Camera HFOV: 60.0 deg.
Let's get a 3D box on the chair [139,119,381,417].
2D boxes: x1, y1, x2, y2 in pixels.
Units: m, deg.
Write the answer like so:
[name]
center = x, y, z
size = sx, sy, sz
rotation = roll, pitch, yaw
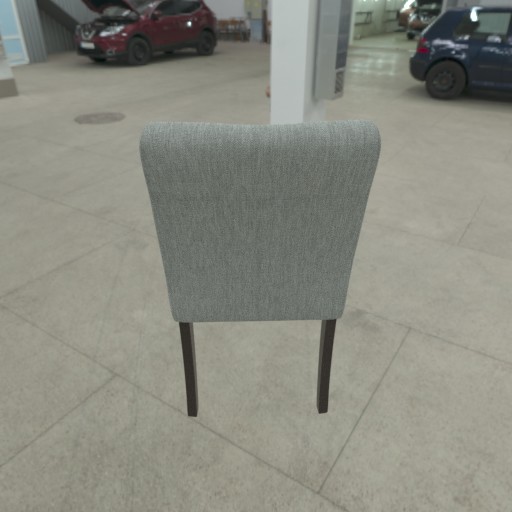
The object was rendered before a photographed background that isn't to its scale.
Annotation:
[chair]
center = 0.000, 0.000, 1.267
size = 0.487, 0.884, 0.629
rotation = -1, 30, -2
